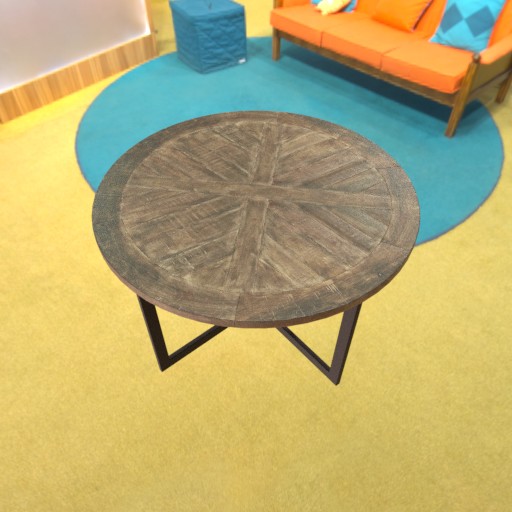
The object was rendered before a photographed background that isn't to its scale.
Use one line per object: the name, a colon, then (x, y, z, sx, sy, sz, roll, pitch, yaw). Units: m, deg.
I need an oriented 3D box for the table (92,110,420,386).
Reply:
table: (0.000, 0.000, 2.033, 1.264, 0.762, 1.264, 0, 47, 0)
